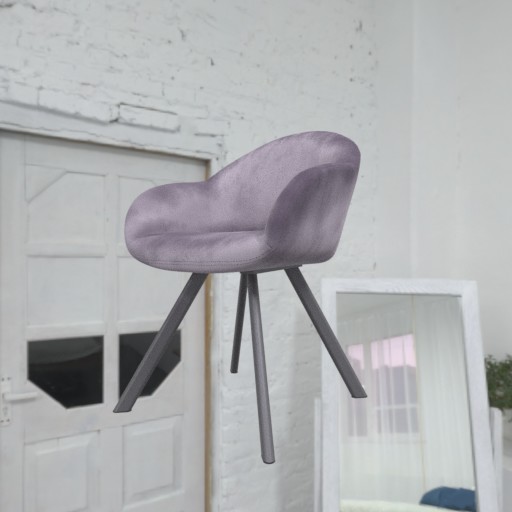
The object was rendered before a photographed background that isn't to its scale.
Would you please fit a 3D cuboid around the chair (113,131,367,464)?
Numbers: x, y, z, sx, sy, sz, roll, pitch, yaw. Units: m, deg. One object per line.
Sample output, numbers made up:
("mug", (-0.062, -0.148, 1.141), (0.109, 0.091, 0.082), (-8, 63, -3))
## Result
("chair", (0.000, 0.000, 1.228), (0.550, 0.795, 0.590), (0, 1, 36))
